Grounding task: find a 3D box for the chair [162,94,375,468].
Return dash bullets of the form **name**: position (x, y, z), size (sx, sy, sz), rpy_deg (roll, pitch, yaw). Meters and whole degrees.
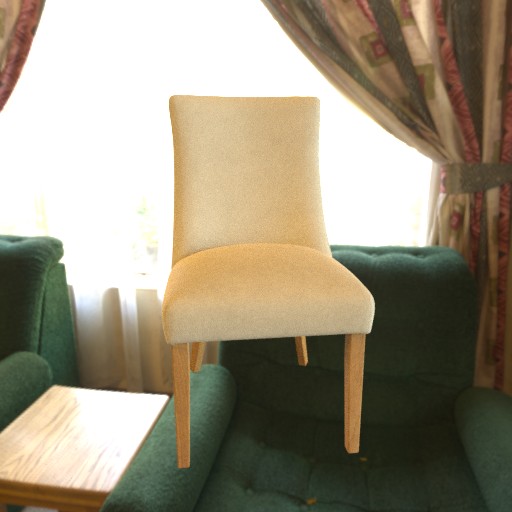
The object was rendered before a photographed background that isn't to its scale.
- **chair**: position (0.000, 0.000, 1.255), size (0.495, 0.902, 0.610), rpy_deg (-2, 15, -7)
